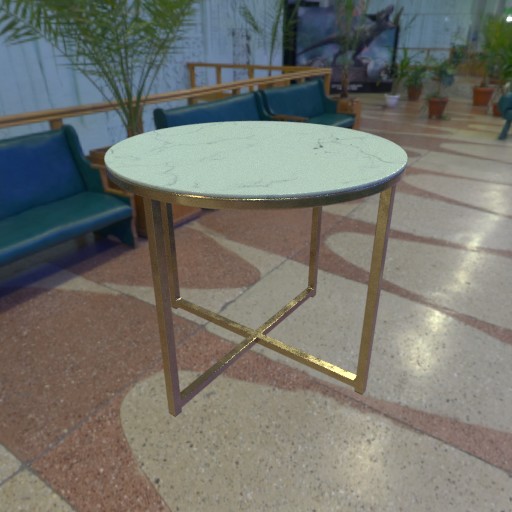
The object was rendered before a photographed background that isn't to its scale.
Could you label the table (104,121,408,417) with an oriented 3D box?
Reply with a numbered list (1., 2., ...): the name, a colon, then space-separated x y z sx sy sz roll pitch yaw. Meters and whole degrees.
1. table: 0.000 0.000 0.858 0.500 0.420 0.500 0 27 0
